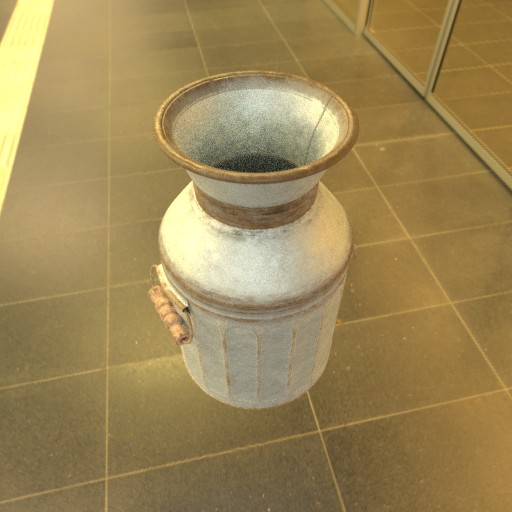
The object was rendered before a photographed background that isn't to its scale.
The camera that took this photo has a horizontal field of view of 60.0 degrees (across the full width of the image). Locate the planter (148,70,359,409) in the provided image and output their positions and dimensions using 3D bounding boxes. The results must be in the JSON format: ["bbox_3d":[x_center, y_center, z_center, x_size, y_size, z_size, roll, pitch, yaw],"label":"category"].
[{"bbox_3d":[0.000,0.000,0.514,0.248,0.358,0.215,-25,52,-21],"label":"planter"}]
